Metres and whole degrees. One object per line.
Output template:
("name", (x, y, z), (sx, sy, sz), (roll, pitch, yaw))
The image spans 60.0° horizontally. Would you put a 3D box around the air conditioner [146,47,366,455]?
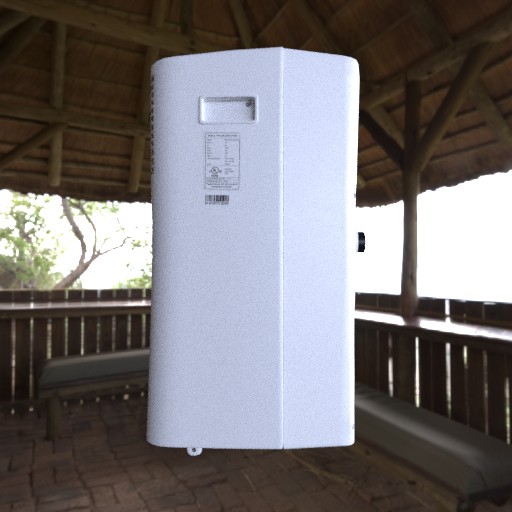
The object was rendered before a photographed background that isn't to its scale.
("air conditioner", (0.000, 0.000, 0.789), (0.349, 0.606, 0.304), (0, -2, 0))
